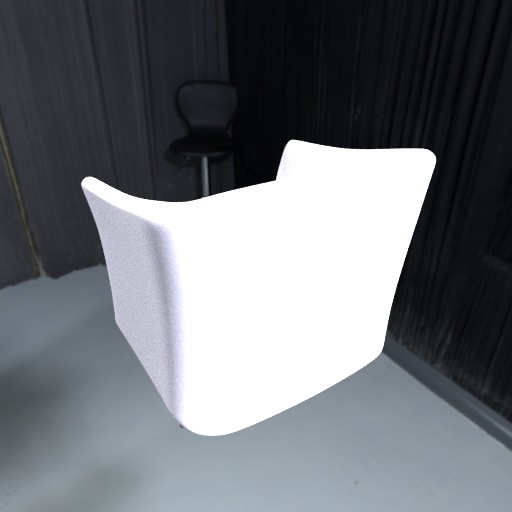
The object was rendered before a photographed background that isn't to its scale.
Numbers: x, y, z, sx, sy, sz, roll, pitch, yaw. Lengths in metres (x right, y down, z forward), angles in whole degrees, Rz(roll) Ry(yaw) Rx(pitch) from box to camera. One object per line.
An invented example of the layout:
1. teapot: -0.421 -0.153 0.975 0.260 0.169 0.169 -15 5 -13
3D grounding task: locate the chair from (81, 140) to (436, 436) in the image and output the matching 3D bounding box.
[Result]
1. chair: 0.000 0.000 1.337 0.790 0.720 0.700 -18 34 -28
